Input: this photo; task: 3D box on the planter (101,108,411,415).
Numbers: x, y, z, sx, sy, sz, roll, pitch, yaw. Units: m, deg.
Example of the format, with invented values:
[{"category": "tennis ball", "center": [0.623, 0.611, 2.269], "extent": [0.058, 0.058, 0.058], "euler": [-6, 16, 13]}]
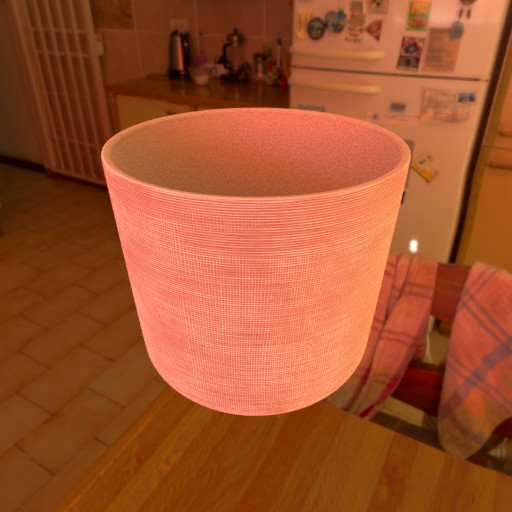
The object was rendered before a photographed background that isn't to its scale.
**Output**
[{"category": "planter", "center": [0.000, 0.000, 0.757], "extent": [0.440, 0.398, 0.440], "euler": [0, 31, 0]}]
